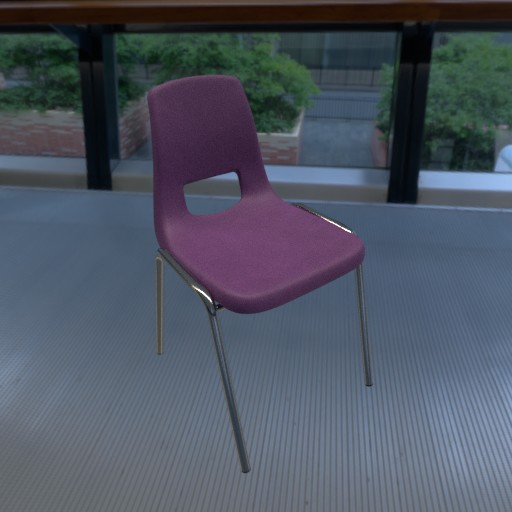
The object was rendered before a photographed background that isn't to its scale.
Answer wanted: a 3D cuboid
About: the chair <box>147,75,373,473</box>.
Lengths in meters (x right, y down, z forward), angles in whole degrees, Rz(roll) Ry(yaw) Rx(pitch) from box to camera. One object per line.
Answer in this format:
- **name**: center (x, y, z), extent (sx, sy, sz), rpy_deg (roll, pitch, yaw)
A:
- **chair**: center (0.000, 0.000, 0.932), extent (0.381, 0.654, 0.432), rpy_deg (-22, 38, -31)
